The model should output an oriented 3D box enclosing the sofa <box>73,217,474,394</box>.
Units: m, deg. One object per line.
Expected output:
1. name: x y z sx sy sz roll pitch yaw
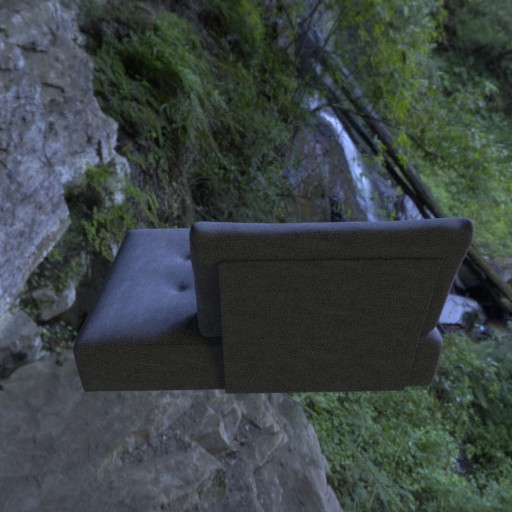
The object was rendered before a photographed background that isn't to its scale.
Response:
1. sofa: 0.000 0.000 1.996 1.450 0.820 1.002 -1 32 -1
